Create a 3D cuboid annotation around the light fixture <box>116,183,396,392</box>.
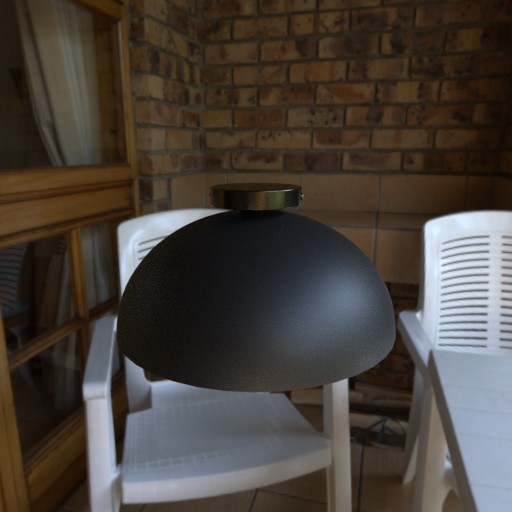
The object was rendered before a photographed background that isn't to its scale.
[{"bbox_3d":[0.000,0.000,0.568,0.355,0.177,0.355,0,14,0],"label":"light fixture"}]
